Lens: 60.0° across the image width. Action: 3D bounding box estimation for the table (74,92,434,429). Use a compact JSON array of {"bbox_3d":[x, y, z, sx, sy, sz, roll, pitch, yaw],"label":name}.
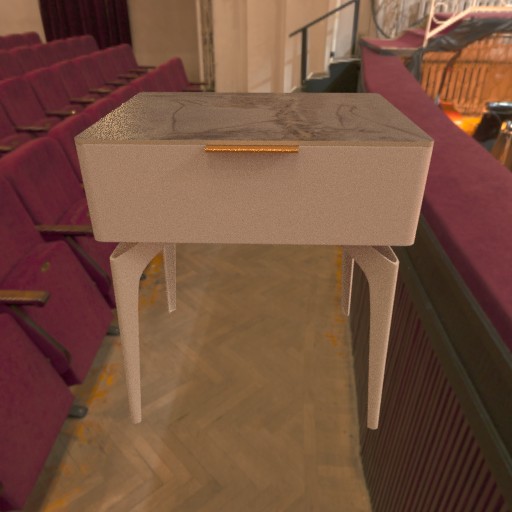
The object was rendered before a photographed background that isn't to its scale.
[{"bbox_3d":[0.000,0.000,0.905,0.500,0.570,0.400,1,30,1],"label":"table"}]
